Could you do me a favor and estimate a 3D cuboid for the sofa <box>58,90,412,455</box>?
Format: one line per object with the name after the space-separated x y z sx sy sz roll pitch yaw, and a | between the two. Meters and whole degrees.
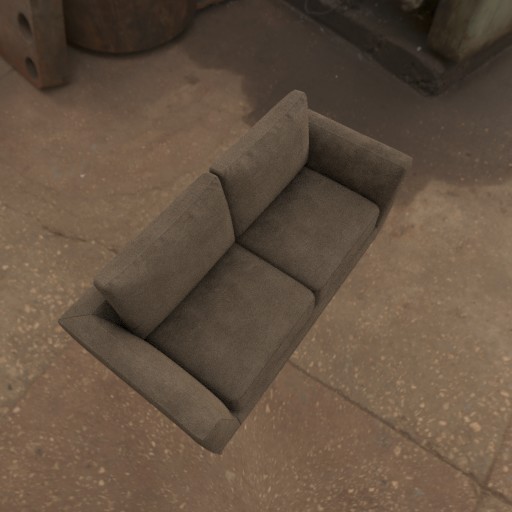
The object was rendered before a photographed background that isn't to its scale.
0.000 0.000 2.397 0.855 1.013 1.832 32 63 18 | sofa
